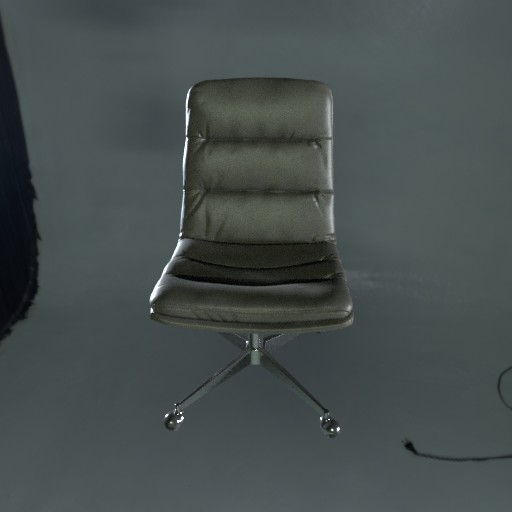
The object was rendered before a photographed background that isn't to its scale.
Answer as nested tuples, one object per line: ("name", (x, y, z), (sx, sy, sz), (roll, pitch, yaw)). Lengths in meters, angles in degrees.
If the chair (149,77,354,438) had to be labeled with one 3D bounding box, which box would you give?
("chair", (0.000, 0.000, 1.051), (0.422, 0.738, 0.485), (1, 30, 2))
